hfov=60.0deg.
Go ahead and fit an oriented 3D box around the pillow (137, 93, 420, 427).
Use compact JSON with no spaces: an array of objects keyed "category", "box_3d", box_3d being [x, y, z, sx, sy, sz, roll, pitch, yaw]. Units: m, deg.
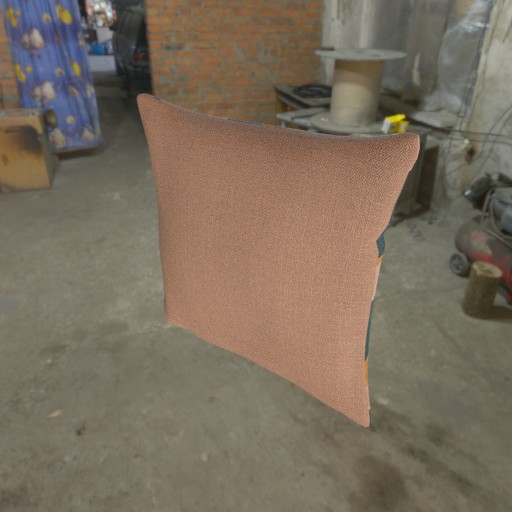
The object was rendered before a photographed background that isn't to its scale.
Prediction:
[{"category":"pillow","box_3d":[0.000,0.000,0.743,0.478,0.479,0.158,20,35,31]}]
